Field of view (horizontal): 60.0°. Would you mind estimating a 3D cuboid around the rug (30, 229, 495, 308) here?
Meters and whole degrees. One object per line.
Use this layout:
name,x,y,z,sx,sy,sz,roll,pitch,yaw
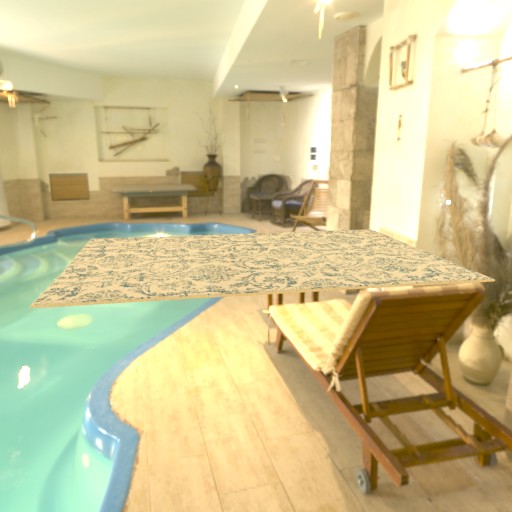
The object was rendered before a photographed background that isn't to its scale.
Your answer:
rug,0.000,0.000,3.433,2.746,0.018,1.819,-2,14,-10
